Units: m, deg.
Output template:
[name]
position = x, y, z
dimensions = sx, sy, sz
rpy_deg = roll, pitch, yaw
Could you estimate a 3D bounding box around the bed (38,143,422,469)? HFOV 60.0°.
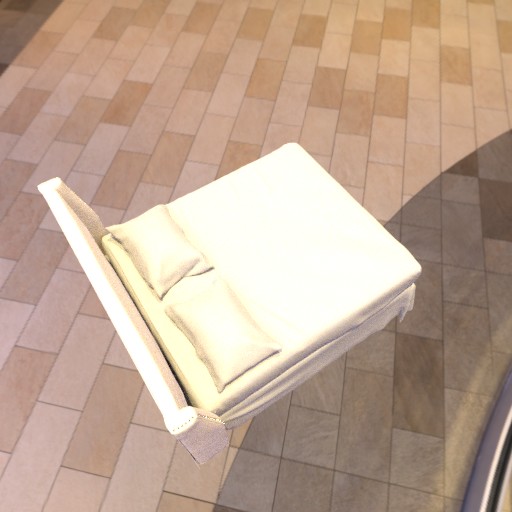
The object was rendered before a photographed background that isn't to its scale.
[bed]
position = 0.000, 0.000, 3.418
dimensions = 2.276, 1.332, 1.925
rpy_deg = -30, 63, -17
